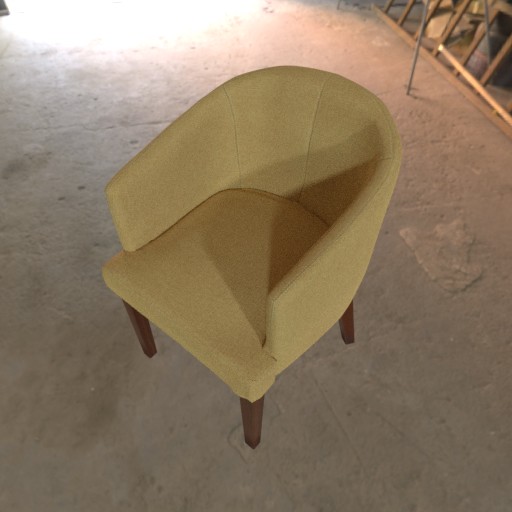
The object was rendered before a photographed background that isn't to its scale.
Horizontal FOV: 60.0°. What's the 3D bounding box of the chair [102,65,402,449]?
[{"bbox_3d":[0.000,0.000,1.229,0.583,0.811,0.655,32,55,26],"label":"chair"}]
